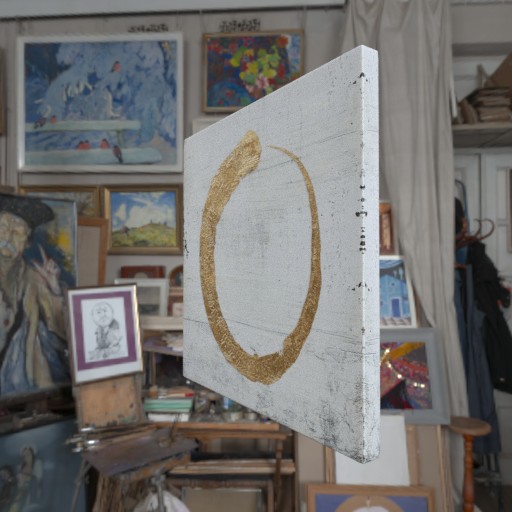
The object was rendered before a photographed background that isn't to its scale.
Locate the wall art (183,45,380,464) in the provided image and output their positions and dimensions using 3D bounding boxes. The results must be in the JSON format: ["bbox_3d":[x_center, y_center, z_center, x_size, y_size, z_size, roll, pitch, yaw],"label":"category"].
[{"bbox_3d":[0.000,0.000,0.904,0.040,0.611,0.610,1,-1,-34],"label":"wall art"}]
